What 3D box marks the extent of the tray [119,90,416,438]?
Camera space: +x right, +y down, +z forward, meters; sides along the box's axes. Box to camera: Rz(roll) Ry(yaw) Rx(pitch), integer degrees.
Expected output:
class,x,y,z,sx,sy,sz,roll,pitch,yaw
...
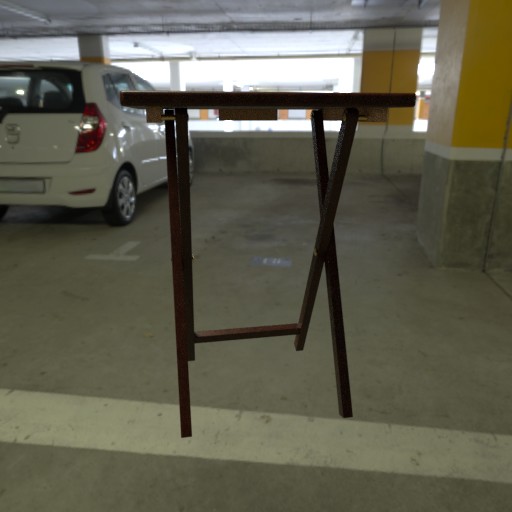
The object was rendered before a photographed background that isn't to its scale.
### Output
class,x,y,z,sx,sy,sz,roll,pitch,yaw
tray,0.000,0.000,0.974,0.483,0.660,0.381,-3,18,-10
